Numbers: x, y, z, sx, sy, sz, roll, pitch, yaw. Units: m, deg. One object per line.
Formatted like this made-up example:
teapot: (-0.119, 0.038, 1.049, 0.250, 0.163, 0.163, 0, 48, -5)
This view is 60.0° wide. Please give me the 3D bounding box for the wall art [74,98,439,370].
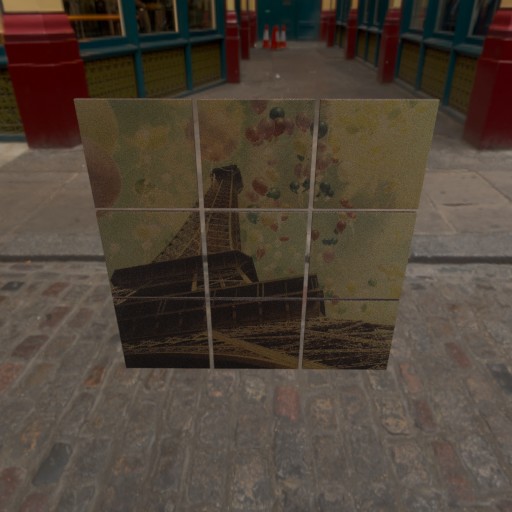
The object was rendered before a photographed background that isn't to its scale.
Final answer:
wall art: (0.000, 0.000, 1.837, 1.256, 1.246, 0.017, 0, 30, 0)
